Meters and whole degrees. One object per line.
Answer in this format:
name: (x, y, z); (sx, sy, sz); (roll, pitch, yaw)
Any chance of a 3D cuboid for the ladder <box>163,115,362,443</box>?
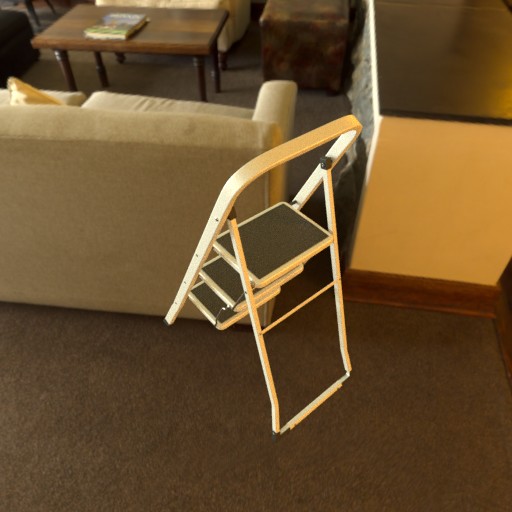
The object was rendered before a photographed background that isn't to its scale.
ladder: (0.000, 0.000, 1.462); (0.460, 1.050, 0.711); (-30, 52, -27)
